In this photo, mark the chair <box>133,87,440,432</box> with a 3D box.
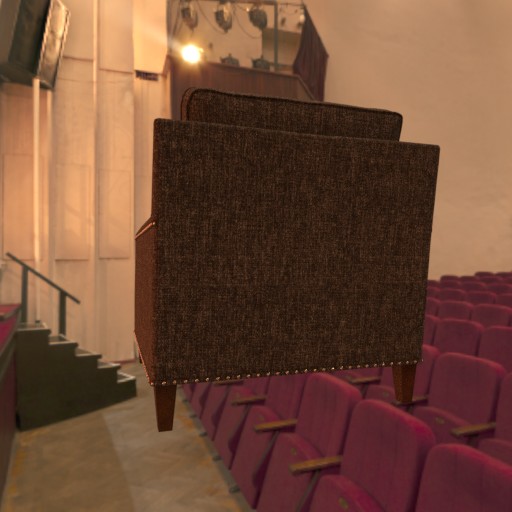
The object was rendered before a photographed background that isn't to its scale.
[{"bbox_3d":[0.000,0.000,1.674,0.853,0.943,1.014,0,0,-18],"label":"chair"}]
